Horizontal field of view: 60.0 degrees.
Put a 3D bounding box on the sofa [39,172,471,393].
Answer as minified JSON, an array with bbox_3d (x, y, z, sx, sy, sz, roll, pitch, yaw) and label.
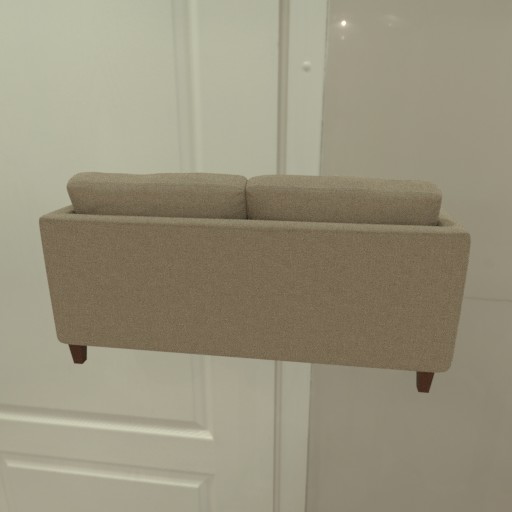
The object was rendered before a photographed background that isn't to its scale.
[{"bbox_3d":[0.000,0.000,2.386,1.884,0.947,0.951,3,18,8],"label":"sofa"}]
